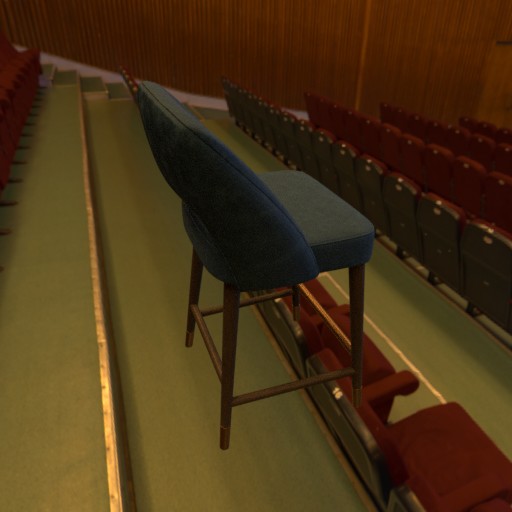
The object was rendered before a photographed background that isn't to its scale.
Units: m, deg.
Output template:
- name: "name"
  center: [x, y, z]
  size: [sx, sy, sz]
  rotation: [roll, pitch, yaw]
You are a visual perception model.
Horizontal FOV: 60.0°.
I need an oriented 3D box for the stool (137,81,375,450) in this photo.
- name: "stool"
  center: [0.000, 0.000, 1.232]
  size: [0.524, 0.925, 0.536]
  rotation: [-11, 32, -17]
